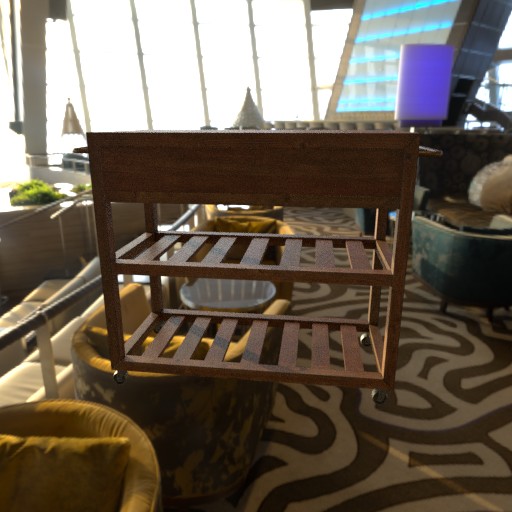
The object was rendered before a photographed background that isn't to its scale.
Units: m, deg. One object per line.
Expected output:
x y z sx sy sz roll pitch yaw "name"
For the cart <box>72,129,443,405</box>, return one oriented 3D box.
0.000 0.000 1.528 1.065 0.830 0.445 2 17 7 "cart"
